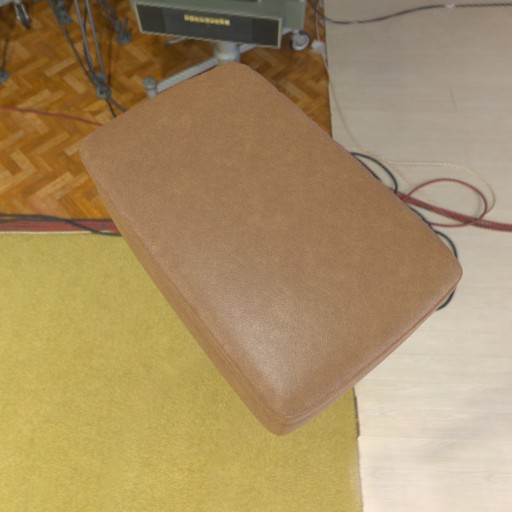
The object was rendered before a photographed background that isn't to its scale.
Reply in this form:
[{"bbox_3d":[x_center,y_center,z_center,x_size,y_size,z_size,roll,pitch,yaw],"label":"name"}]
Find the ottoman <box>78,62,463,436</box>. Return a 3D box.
[{"bbox_3d":[0.000,0.000,0.971,0.420,0.480,0.670,-35,68,-16],"label":"ottoman"}]
